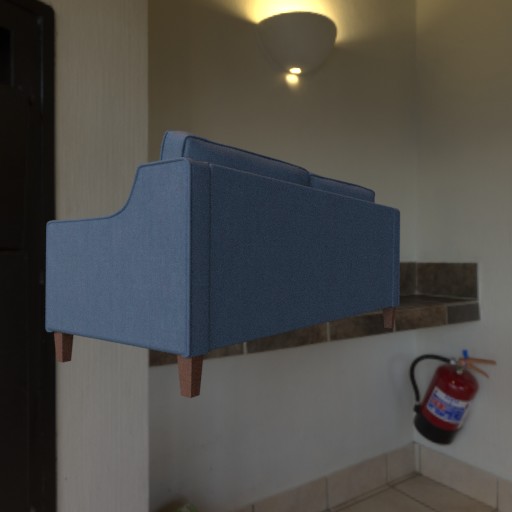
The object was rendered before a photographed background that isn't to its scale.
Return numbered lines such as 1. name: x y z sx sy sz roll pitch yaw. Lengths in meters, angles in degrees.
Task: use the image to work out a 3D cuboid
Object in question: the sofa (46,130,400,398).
1. sofa: 0.000 0.000 2.792 1.066 1.071 2.178 0 0 38
